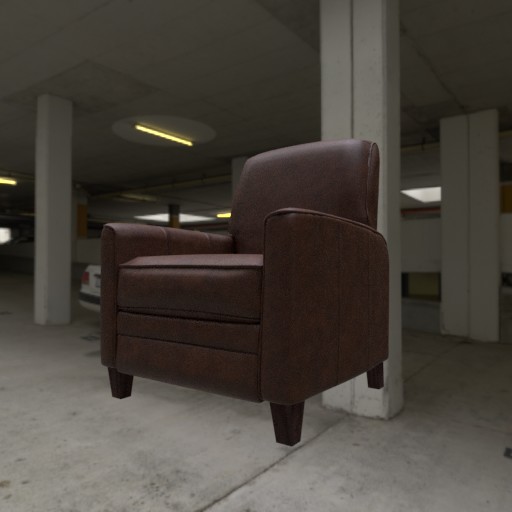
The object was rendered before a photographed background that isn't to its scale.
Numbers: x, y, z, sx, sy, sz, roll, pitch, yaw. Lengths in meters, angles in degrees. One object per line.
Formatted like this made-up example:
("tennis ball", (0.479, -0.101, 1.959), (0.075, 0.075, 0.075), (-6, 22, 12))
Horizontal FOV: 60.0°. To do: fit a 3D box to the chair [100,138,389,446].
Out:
("chair", (0.000, 0.000, 1.667), (0.839, 1.010, 0.850), (-1, -1, 35))
